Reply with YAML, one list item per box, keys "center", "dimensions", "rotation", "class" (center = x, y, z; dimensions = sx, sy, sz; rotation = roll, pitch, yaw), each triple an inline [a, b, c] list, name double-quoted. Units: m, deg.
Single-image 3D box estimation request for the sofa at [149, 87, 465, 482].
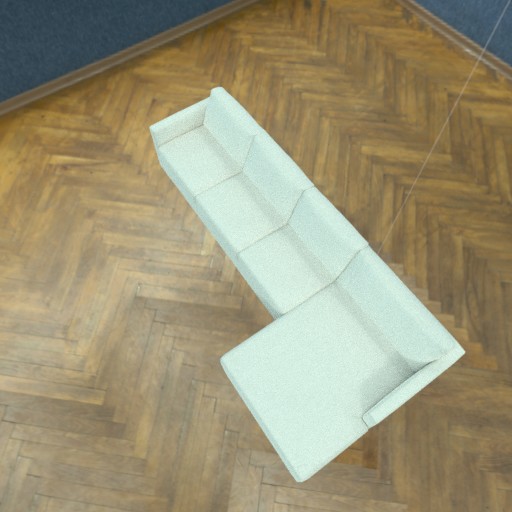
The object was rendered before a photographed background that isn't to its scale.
- center: [0.000, 0.000, 4.101]
  dimensions: [1.606, 0.954, 3.471]
  rotation: [-31, 67, -15]
  class: "sofa"
